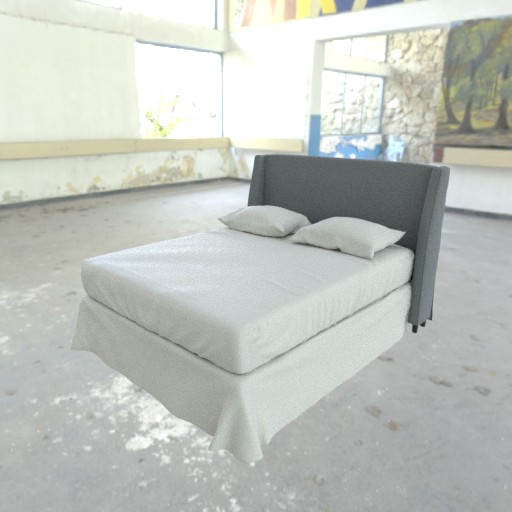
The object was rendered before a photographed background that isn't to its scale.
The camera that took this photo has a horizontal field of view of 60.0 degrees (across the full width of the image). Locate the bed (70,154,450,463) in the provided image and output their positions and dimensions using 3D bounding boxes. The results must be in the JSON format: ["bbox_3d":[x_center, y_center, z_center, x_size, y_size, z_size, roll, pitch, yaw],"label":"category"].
[{"bbox_3d":[0.000,0.000,3.350,1.925,1.332,2.276,15,23,41],"label":"bed"}]
